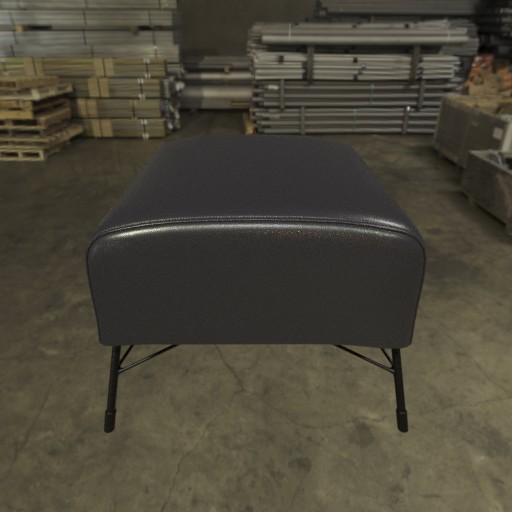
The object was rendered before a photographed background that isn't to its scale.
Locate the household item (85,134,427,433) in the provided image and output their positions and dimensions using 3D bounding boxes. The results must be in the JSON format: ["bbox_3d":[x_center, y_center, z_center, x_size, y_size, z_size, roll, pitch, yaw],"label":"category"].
[{"bbox_3d":[0.000,0.000,0.902,0.530,0.410,0.530,0,28,0],"label":"household item"}]
